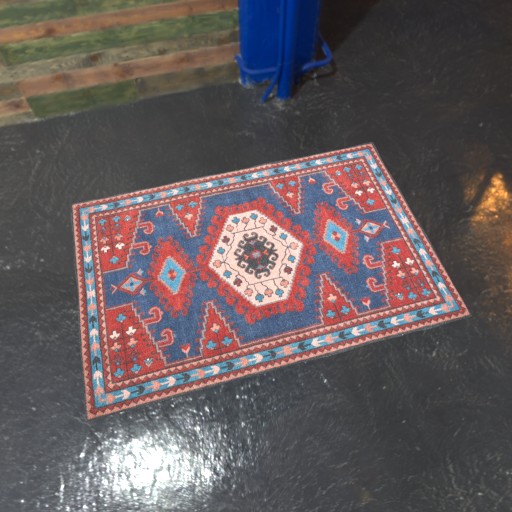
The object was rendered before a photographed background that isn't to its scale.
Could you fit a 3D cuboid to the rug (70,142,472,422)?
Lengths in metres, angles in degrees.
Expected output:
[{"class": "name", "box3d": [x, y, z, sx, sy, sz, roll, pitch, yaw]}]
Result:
[{"class": "rug", "box3d": [0.000, 0.000, 2.292, 1.820, 0.012, 1.207, -13, 59, -8]}]
